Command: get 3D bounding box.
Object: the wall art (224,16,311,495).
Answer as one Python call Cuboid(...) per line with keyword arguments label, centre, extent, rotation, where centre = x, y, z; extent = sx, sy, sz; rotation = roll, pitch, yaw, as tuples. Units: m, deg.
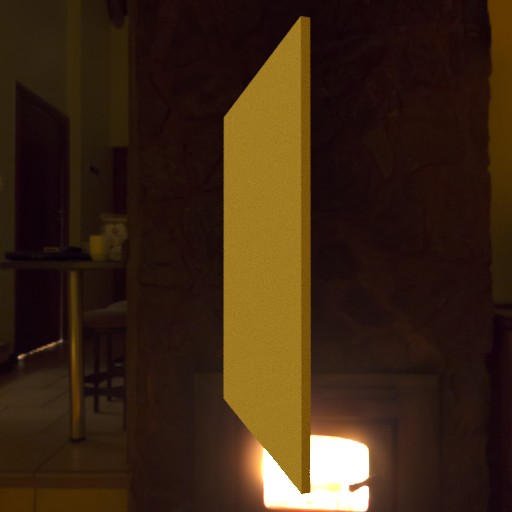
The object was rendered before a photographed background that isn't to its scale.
Cuboid(label="wall art", centre=(0.000, 0.000, 0.595), extent=(0.010, 0.474, 0.325), rotation=(0, -1, -18))
